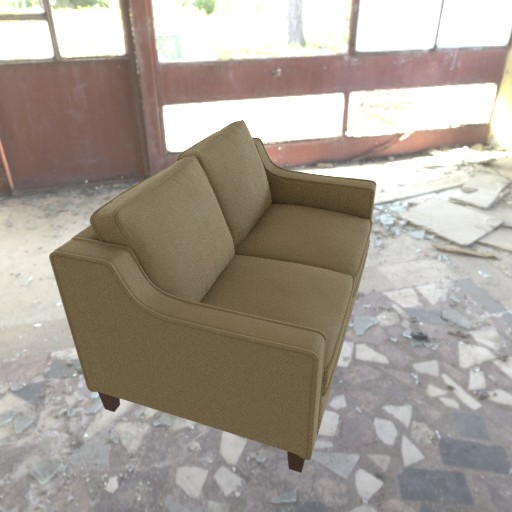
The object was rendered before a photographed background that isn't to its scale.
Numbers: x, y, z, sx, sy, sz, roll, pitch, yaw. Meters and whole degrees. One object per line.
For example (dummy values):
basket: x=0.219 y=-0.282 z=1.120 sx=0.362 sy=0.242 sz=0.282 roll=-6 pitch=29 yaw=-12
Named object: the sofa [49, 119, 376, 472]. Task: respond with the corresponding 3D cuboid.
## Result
sofa: x=0.000 y=0.000 z=2.153 sx=0.987 sy=0.971 sz=1.501 roll=10 pitch=33 yaw=17
